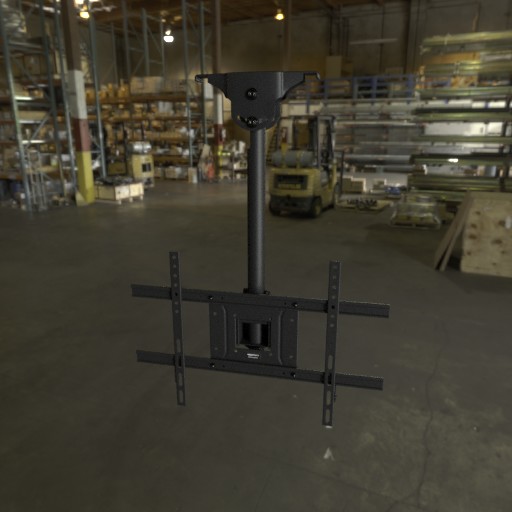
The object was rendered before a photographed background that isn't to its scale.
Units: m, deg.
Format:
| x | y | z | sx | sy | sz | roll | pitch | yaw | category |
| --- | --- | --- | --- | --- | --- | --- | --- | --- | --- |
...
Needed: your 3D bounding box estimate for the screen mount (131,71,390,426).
| x | y | z | sx | sy | sz | roll | pitch | yaw | category |
| --- | --- | --- | --- | --- | --- | --- | --- | --- | --- |
| 0.000 | 0.000 | 1.011 | 0.595 | 0.775 | 0.090 | 3 | 16 | 12 | screen mount |
